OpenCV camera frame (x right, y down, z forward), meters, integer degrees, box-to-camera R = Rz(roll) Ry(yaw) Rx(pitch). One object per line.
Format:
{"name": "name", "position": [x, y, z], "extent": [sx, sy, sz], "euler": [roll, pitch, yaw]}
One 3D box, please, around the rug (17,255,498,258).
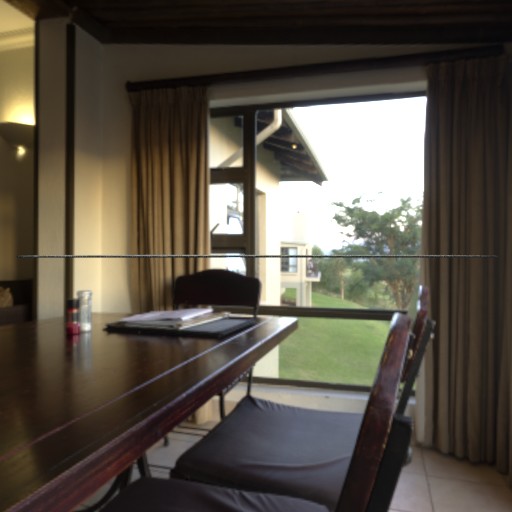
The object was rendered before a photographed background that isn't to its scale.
{"name": "rug", "position": [0.000, 0.000, 2.180], "extent": [1.795, 0.008, 1.102], "euler": [0, 0, -2]}
